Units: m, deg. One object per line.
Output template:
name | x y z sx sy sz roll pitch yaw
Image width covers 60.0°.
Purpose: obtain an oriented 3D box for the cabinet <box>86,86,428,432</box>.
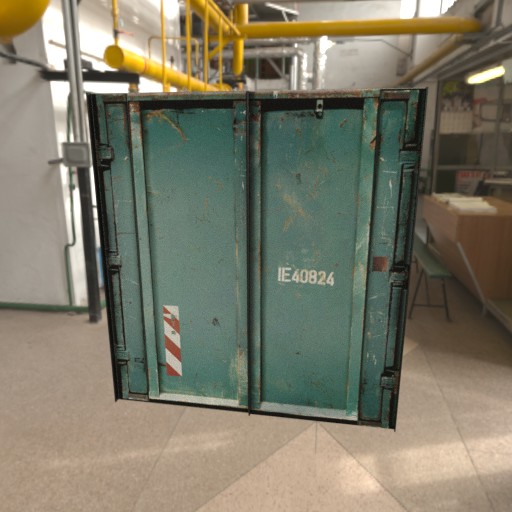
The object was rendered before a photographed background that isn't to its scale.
cabinet | 0.000 0.000 3.151 2.000 2.160 0.680 3 15 10
